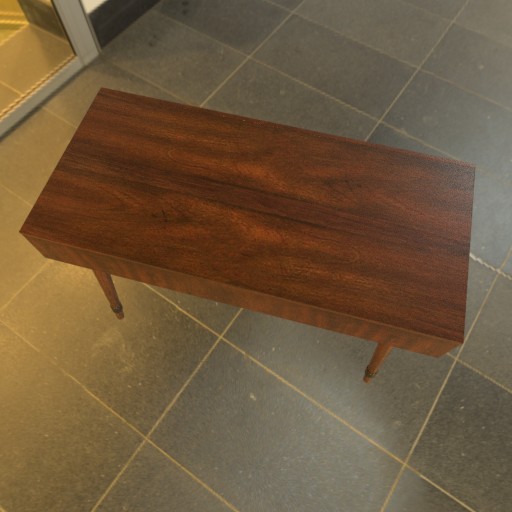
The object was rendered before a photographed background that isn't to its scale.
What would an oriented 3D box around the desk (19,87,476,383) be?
[{"bbox_3d":[0.000,0.000,2.127,1.577,1.031,0.734,14,65,6],"label":"desk"}]
